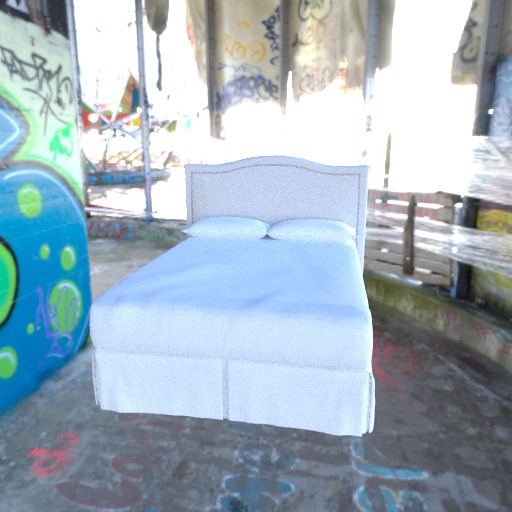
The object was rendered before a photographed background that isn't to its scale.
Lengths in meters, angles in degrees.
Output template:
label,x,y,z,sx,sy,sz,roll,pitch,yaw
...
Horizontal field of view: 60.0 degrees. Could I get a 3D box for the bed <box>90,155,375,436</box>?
label,x,y,z,sx,sy,sz,roll,pitch,yaw
bed,0.000,0.000,3.374,1.753,1.460,2.143,2,14,9
